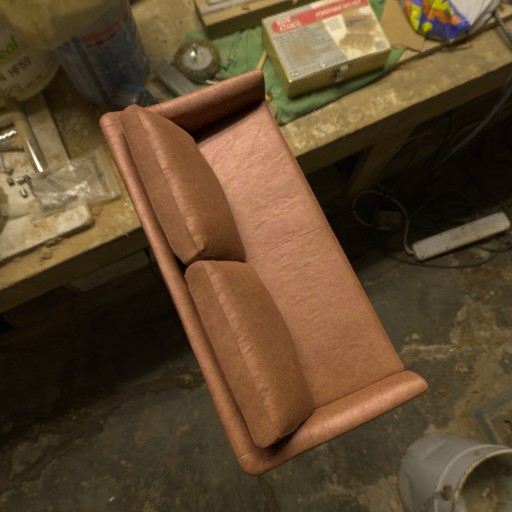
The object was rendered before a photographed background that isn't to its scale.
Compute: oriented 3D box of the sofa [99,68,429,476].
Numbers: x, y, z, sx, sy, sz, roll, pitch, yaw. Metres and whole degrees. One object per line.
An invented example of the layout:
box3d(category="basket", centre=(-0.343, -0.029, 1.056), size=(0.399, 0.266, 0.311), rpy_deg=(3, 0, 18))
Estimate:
box3d(category="sofa", centre=(0.000, 0.000, 2.485), size=(0.981, 0.945, 2.036), rpy_deg=(-24, 77, -6))
